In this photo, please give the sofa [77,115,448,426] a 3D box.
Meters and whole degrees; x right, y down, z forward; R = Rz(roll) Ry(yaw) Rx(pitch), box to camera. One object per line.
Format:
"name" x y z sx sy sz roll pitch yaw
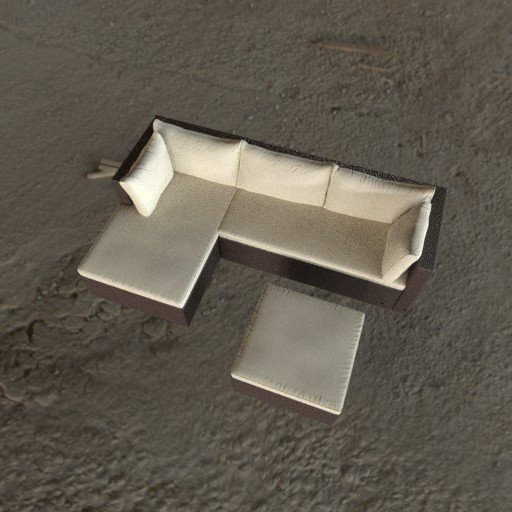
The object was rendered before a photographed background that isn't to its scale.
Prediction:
"sofa" 0.000 0.000 3.000 2.192 0.766 1.612 17 60 10
